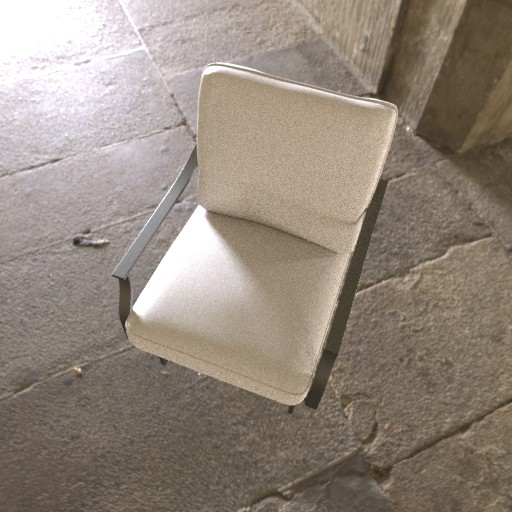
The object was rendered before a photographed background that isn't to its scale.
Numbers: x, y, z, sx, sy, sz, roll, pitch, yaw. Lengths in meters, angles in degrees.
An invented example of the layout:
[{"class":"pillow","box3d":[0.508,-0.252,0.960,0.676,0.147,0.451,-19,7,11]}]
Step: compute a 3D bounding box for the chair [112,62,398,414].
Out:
[{"class":"chair","box3d":[0.000,0.000,1.419,0.650,0.860,0.787,18,60,11]}]
